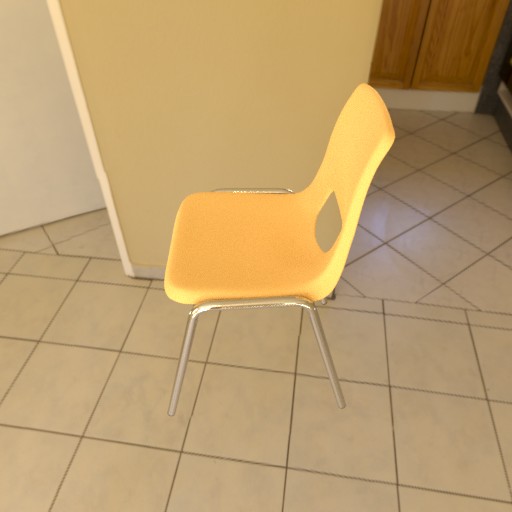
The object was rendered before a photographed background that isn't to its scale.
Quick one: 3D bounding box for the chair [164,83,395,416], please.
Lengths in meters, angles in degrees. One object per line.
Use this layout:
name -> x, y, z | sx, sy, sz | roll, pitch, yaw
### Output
chair -> 0.000, 0.000, 0.976 | 0.436, 0.704, 0.381 | -1, 43, -1
